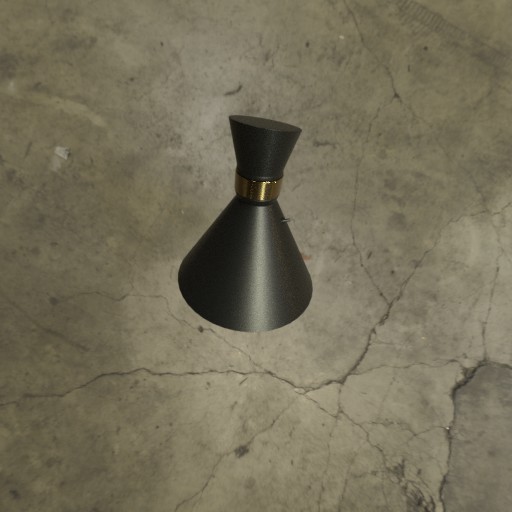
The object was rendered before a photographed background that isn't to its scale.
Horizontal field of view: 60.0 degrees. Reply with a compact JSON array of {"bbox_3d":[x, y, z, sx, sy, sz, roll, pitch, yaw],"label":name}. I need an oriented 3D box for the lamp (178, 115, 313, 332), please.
[{"bbox_3d":[0.000,0.000,0.759,0.189,0.647,0.292,11,75,3],"label":"lamp"}]
